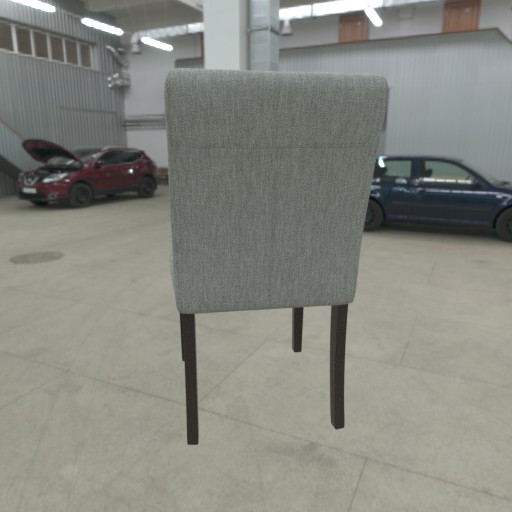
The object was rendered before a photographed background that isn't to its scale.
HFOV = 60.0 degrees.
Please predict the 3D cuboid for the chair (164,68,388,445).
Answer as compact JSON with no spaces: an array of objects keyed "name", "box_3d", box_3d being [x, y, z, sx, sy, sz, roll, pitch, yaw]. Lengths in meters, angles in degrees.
[{"name":"chair","box_3d":[0.000,0.000,1.236,0.487,0.884,0.629,-2,14,-9]}]
